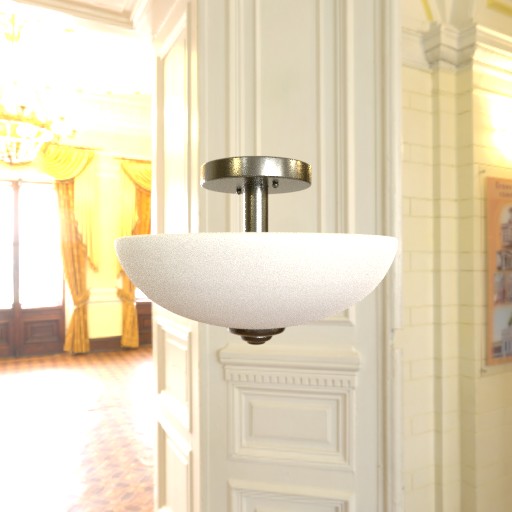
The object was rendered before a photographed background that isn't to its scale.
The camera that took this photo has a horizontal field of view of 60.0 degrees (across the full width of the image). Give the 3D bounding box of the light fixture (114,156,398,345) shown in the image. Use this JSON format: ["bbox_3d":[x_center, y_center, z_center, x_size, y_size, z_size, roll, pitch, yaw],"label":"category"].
[{"bbox_3d":[0.000,0.000,0.541,0.330,0.214,0.330,0,0,0],"label":"light fixture"}]
